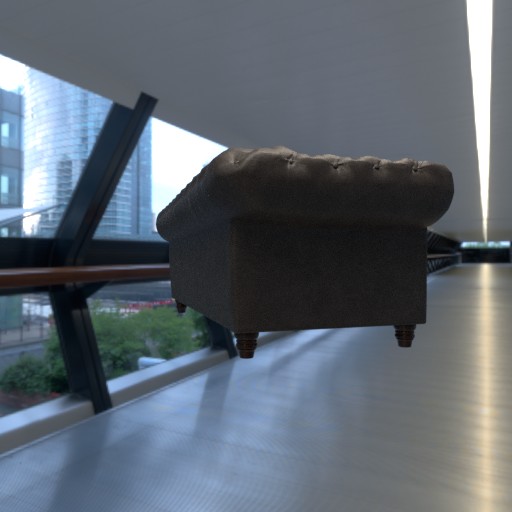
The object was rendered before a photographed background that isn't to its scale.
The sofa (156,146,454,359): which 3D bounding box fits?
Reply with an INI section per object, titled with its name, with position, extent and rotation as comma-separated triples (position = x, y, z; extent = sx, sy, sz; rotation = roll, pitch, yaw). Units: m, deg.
[sofa]
position = 0.000, 0.000, 2.488
extent = 0.944, 0.779, 2.048
rotation = 0, -1, -18
